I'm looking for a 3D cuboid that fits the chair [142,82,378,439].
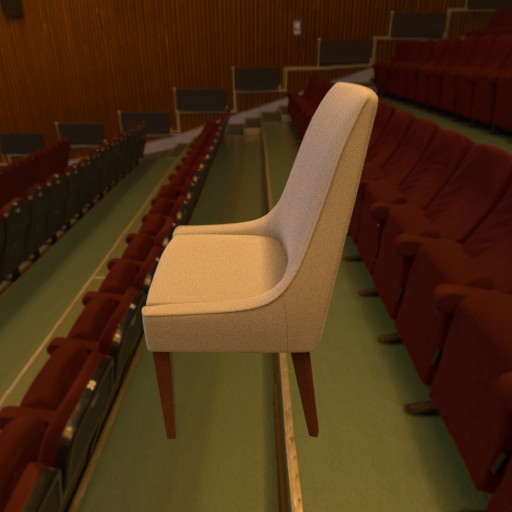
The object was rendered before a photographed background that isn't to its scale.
[{"bbox_3d":[0.000,0.000,1.204,0.544,0.861,0.529,0,25,-1],"label":"chair"}]
